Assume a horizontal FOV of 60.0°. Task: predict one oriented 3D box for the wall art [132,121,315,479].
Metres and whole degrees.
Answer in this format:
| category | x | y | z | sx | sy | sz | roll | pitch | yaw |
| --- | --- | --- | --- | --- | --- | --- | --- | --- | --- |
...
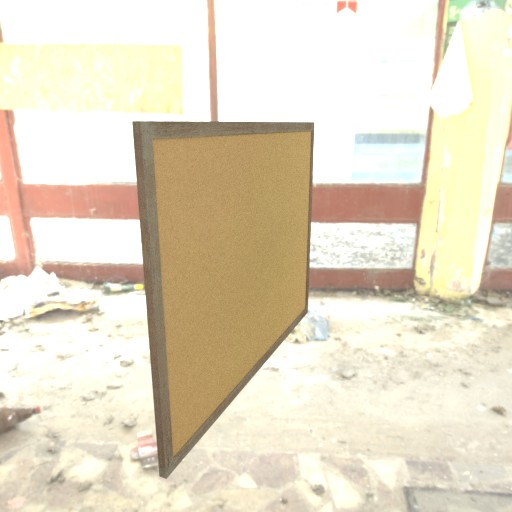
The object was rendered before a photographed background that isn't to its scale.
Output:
| category | x | y | z | sx | sy | sz | roll | pitch | yaw |
| --- | --- | --- | --- | --- | --- | --- | --- | --- | --- |
| wall art | 0.000 | 0.000 | 1.334 | 0.019 | 0.774 | 1.012 | 8 | 18 | 24 |
